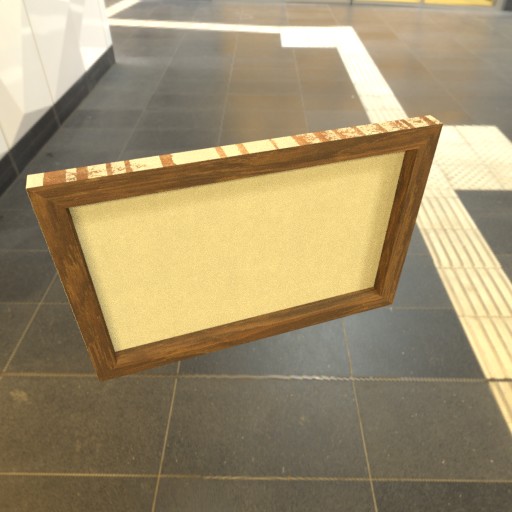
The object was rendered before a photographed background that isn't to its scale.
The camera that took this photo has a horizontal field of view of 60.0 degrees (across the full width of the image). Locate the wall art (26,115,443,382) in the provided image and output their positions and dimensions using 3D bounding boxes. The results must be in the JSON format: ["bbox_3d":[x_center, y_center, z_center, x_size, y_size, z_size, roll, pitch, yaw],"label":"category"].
[{"bbox_3d":[0.000,0.000,0.761,0.609,0.405,0.035,-12,41,-14],"label":"wall art"}]
